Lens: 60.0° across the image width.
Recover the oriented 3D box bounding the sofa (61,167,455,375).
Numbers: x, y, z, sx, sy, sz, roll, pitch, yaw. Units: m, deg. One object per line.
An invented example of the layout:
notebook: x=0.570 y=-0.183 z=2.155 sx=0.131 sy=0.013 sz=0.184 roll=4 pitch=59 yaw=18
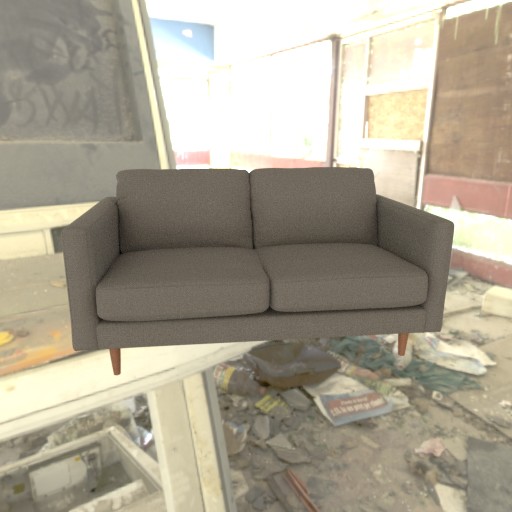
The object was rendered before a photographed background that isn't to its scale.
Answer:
sofa: x=0.000 y=0.000 z=2.334 sx=1.713 sy=0.866 sz=0.940 roll=-2 pitch=16 yaw=-7
